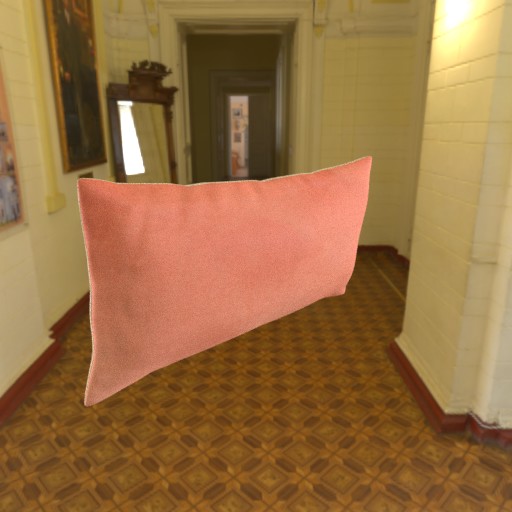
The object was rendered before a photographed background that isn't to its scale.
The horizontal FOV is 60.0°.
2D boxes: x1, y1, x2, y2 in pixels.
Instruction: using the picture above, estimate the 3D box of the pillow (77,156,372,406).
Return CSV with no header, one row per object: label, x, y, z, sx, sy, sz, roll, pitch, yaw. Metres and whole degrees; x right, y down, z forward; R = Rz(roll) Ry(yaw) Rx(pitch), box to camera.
pillow,0.000,0.000,0.745,0.155,0.307,0.608,15,22,43
